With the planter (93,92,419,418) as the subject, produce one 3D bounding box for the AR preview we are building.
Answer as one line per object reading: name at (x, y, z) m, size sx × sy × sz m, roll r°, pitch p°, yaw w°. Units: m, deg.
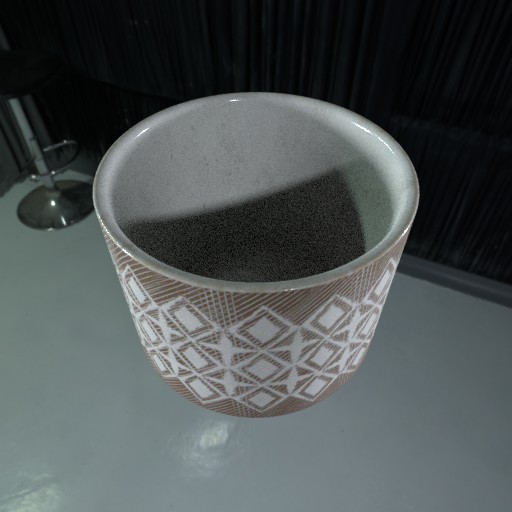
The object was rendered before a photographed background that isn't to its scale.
planter at (0.000, 0.000, 0.215) m, size 0.126 × 0.104 × 0.126 m, roll 0°, pitch 47°, yaw 0°
